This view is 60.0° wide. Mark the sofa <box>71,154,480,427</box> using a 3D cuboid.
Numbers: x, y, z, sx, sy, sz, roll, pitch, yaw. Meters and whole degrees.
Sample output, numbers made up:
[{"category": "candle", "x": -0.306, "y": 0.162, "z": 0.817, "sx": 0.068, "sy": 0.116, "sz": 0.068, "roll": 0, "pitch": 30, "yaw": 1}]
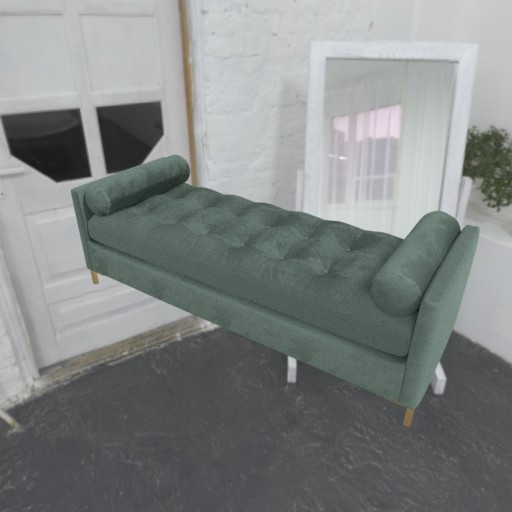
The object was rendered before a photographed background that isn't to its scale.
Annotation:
[{"category": "sofa", "x": 0.000, "y": 0.000, "z": 2.482, "sx": 2.102, "sy": 0.705, "sz": 0.796, "roll": 18, "pitch": 34, "yaw": 29}]
